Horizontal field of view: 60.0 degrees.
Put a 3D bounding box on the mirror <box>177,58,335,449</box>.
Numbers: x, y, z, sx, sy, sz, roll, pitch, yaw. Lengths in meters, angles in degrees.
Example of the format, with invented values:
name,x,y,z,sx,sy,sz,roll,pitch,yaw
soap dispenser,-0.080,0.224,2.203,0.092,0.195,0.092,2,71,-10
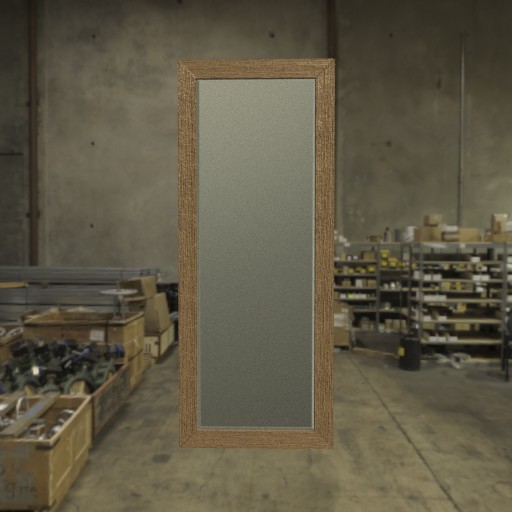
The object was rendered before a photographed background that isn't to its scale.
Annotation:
name,x,y,z,sx,sy,sz,roll,pitch,yaw
mirror,0.000,0.000,2.324,0.812,2.031,0.026,0,1,1
